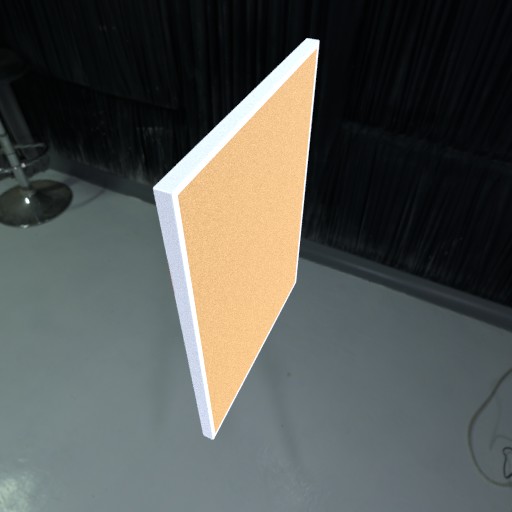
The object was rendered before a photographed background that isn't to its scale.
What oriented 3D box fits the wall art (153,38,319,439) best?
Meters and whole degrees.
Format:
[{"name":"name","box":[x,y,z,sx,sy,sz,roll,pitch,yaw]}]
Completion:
[{"name":"wall art","box":[0.000,0.000,1.623,0.046,1.221,0.914,18,48,17]}]
